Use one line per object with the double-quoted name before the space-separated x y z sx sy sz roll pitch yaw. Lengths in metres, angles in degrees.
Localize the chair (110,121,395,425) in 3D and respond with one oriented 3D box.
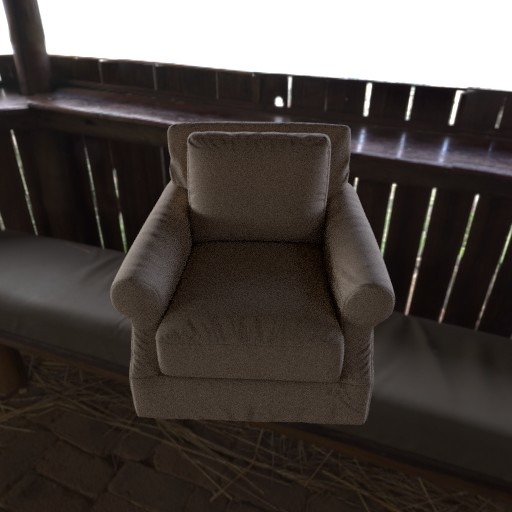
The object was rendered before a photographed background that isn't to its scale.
"chair" 0.000 0.000 1.801 0.940 0.866 1.066 1 30 2
